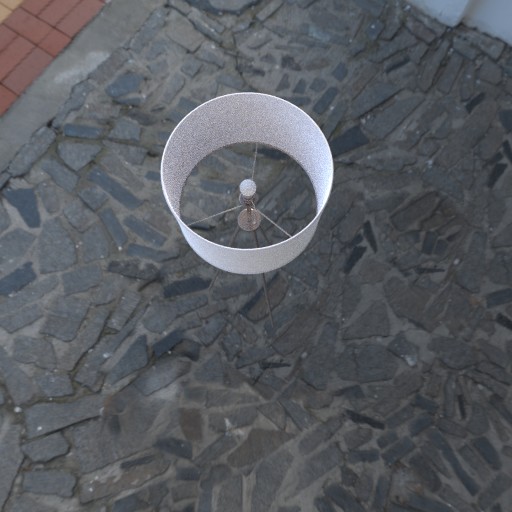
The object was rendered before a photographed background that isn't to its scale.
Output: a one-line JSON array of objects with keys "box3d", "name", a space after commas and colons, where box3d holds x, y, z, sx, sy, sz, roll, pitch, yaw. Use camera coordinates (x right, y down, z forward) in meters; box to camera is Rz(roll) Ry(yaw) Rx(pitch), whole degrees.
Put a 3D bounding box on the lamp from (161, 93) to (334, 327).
[{"box3d": [0.000, 0.000, 1.787, 0.448, 1.545, 0.458, -36, 78, -9], "name": "lamp"}]
